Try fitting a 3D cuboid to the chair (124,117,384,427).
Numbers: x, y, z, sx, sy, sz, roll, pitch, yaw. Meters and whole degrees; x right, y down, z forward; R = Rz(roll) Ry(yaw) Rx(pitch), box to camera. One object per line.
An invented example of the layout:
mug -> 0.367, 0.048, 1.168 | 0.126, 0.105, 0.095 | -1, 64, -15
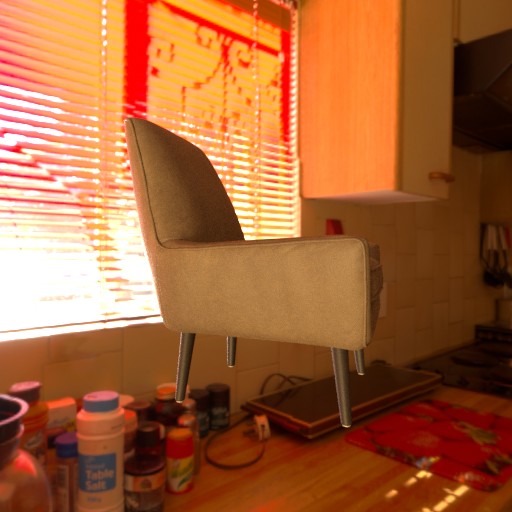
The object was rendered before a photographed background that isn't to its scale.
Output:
chair -> 0.000, 0.000, 1.509 | 0.824, 0.888, 0.787 | 0, 0, 17
